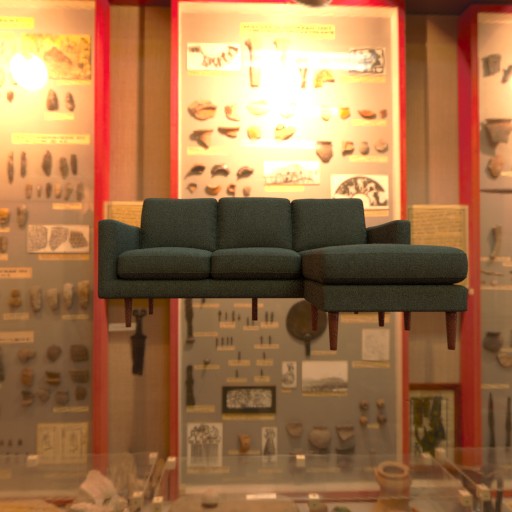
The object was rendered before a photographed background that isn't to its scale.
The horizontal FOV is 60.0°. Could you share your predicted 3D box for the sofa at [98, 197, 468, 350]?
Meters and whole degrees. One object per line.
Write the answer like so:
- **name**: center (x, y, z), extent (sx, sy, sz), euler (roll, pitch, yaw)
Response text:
- **sofa**: center (0.000, 0.000, 2.944), extent (2.055, 0.957, 1.667), euler (0, -1, -1)
